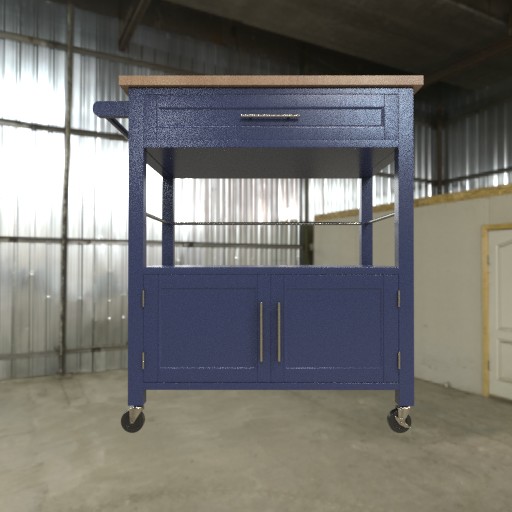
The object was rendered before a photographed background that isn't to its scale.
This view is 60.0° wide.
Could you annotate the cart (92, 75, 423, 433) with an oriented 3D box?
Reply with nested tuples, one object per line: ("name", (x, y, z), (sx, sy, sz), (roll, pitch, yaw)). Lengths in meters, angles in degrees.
("cart", (0.000, 0.000, 1.333), (0.840, 0.901, 0.459), (0, 0, 0))
